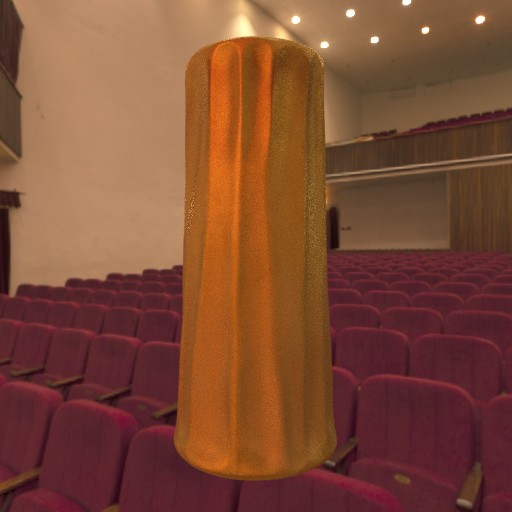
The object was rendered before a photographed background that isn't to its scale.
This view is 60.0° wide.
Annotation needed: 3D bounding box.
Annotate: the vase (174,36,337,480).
[{"bbox_3d":[0.000,0.000,0.169,0.061,0.143,0.061,0,0,0],"label":"vase"}]
